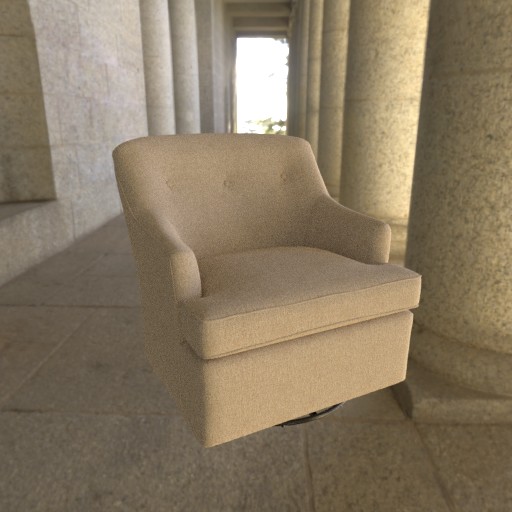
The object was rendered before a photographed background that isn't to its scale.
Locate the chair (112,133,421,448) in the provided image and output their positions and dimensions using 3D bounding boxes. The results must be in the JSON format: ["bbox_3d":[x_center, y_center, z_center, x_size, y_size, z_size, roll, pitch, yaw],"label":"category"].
[{"bbox_3d":[0.000,0.000,1.643,0.864,0.856,0.923,-9,19,-26],"label":"chair"}]
